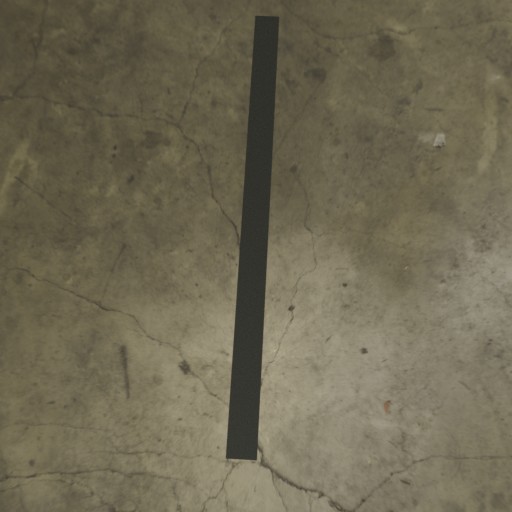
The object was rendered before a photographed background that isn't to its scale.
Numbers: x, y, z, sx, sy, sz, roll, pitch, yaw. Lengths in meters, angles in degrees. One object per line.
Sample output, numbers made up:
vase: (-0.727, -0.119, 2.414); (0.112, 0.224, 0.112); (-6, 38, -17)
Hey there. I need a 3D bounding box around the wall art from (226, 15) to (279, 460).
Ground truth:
wall art: (0.000, 0.000, 0.545); (0.024, 0.329, 0.404); (3, 76, 1)
